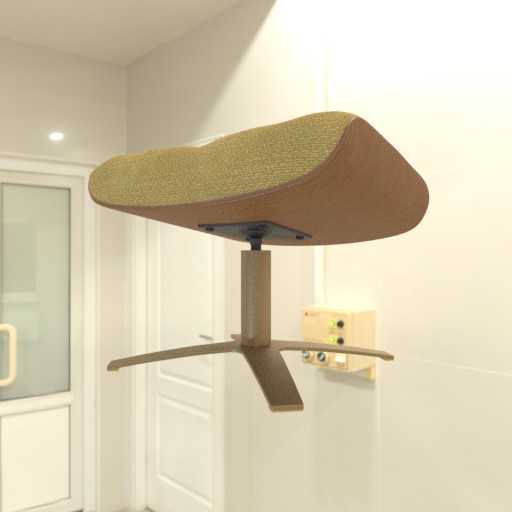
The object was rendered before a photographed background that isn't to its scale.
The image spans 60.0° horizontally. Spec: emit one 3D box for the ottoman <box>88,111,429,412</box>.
[{"bbox_3d":[0.000,0.000,0.809,0.520,0.391,0.394,0,0,36],"label":"ottoman"}]
